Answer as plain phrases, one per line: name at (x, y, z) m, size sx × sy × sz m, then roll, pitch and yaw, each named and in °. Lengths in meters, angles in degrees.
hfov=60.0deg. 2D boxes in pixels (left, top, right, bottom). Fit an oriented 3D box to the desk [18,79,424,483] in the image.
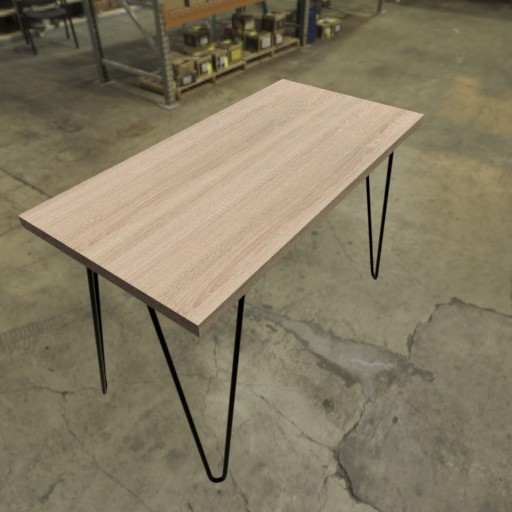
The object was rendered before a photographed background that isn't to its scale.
desk at (0.000, 0.000, 1.326) m, size 0.499 × 0.660 × 0.991 m, roll 26°, pitch 47°, yaw 26°
